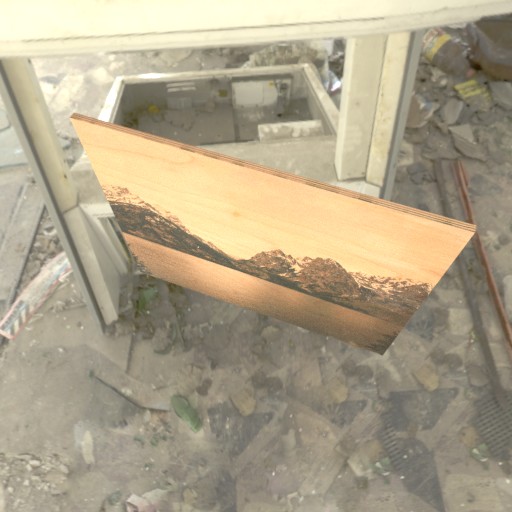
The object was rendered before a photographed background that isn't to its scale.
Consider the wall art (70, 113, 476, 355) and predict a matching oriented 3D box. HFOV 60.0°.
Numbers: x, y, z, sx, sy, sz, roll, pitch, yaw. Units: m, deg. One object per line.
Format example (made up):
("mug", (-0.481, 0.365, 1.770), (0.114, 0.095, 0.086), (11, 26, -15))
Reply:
("wall art", (0.000, 0.000, 0.700), (0.508, 0.408, 0.010), (18, 60, 10))
